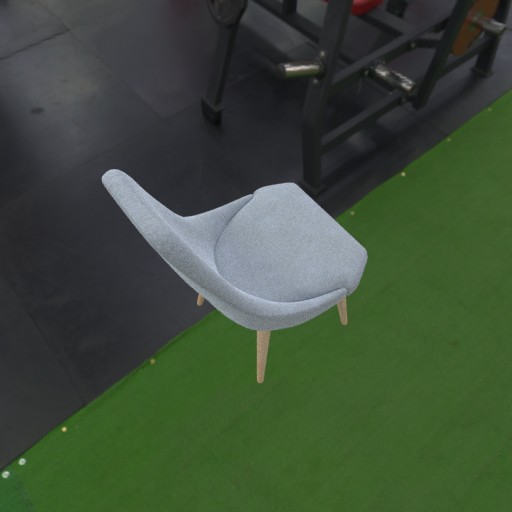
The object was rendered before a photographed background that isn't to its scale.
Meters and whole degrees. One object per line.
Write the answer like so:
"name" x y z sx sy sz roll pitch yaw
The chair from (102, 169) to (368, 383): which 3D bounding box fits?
"chair" 0.000 0.000 1.409 0.660 1.040 0.510 -34 64 -19
